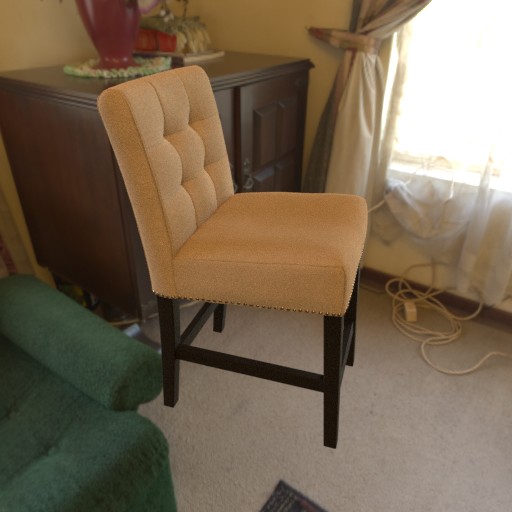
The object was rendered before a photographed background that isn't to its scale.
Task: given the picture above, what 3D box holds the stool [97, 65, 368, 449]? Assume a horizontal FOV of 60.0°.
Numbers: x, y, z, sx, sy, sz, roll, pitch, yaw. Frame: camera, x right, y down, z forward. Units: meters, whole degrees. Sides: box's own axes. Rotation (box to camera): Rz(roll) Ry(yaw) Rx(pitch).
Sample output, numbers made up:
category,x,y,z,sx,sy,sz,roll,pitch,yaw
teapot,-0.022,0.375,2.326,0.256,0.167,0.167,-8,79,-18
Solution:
category,x,y,z,sx,sy,sz,roll,pitch,yaw
stool,0.000,0.000,1.184,0.571,0.885,0.427,9,31,16
